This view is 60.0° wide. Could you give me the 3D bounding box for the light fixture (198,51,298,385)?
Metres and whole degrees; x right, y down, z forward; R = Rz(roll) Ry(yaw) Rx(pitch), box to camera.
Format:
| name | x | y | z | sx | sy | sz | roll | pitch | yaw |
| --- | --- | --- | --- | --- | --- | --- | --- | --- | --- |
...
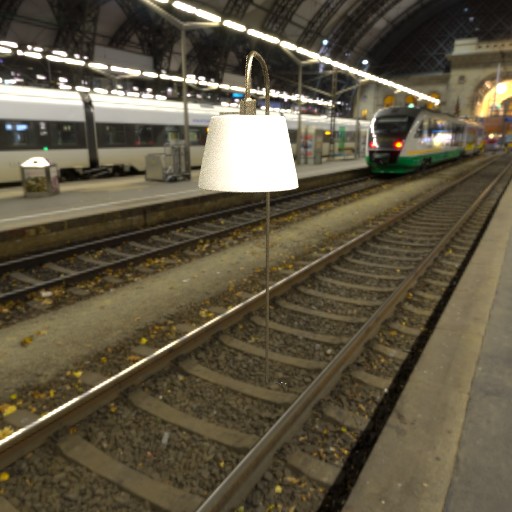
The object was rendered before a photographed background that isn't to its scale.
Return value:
| name | x | y | z | sx | sy | sz | roll | pitch | yaw |
| --- | --- | --- | --- | --- | --- | --- | --- | --- | --- |
| light fixture | 0.000 | 0.000 | 0.470 | 0.092 | 0.399 | 0.176 | 3 | 15 | 10 |
